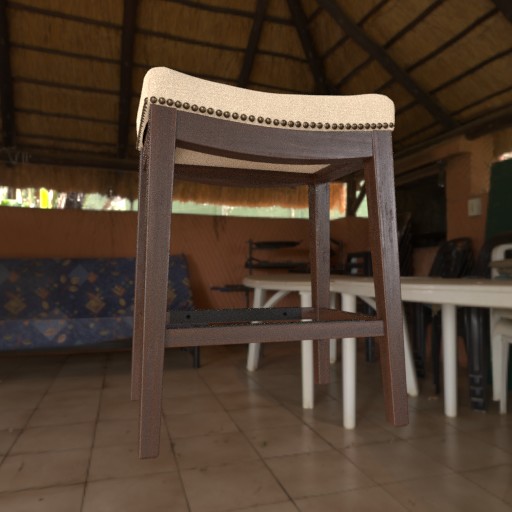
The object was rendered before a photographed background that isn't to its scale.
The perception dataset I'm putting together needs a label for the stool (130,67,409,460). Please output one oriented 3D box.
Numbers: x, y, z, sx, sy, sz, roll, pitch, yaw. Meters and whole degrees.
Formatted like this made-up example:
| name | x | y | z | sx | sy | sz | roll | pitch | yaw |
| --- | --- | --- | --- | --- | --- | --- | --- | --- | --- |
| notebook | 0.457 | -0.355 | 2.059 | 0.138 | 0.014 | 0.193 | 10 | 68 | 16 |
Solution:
| name | x | y | z | sx | sy | sz | roll | pitch | yaw |
| --- | --- | --- | --- | --- | --- | --- | --- | --- | --- |
| stool | 0.000 | 0.000 | 0.966 | 0.509 | 0.669 | 0.363 | 1 | -2 | -18 |
